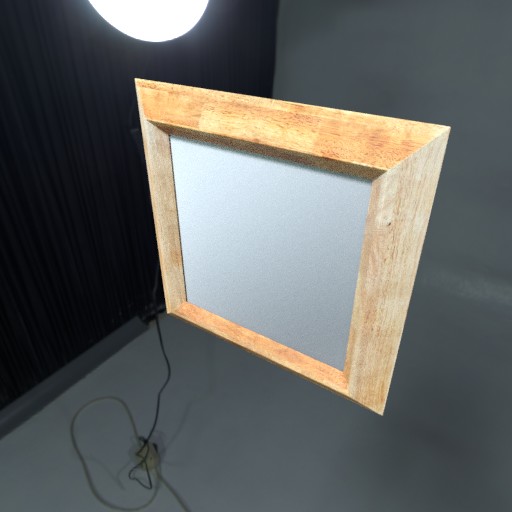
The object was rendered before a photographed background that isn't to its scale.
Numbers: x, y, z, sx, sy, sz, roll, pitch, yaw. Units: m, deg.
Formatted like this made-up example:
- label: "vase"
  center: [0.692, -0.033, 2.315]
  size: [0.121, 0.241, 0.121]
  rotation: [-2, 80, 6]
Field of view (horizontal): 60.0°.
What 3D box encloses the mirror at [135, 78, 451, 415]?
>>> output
- label: "mirror"
  center: [0.000, 0.000, 0.957]
  size: [0.651, 0.651, 0.047]
  rotation: [19, 37, 28]
